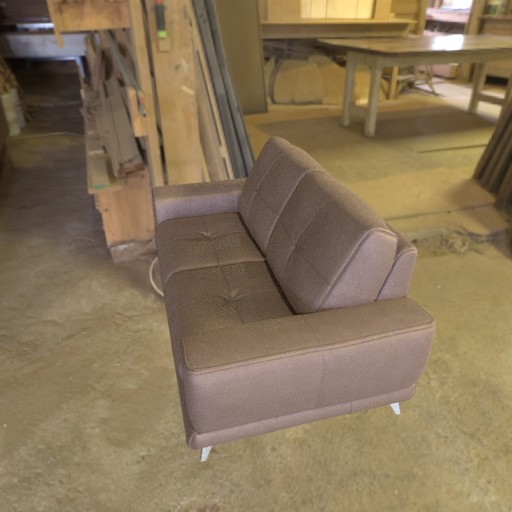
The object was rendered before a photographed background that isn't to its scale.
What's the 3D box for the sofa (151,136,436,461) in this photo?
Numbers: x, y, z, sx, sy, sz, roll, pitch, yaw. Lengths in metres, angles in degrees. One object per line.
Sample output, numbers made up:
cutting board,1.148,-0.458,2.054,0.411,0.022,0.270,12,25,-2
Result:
sofa,0.000,0.000,2.387,1.018,0.907,1.806,-8,32,-13
